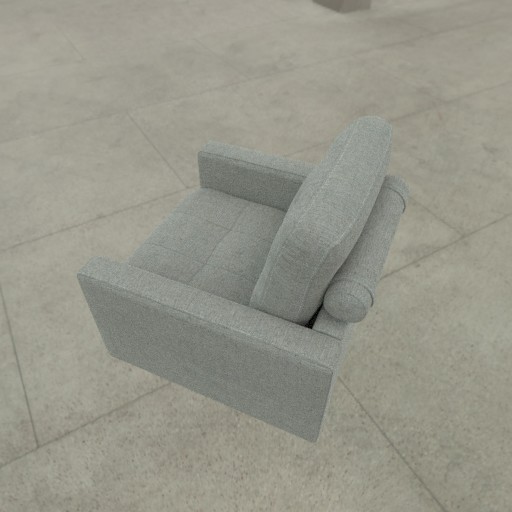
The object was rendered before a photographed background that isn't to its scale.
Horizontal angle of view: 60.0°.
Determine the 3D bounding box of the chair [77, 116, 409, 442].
[{"bbox_3d":[0.000,0.000,1.516,0.843,0.880,0.821,18,48,17],"label":"chair"}]
